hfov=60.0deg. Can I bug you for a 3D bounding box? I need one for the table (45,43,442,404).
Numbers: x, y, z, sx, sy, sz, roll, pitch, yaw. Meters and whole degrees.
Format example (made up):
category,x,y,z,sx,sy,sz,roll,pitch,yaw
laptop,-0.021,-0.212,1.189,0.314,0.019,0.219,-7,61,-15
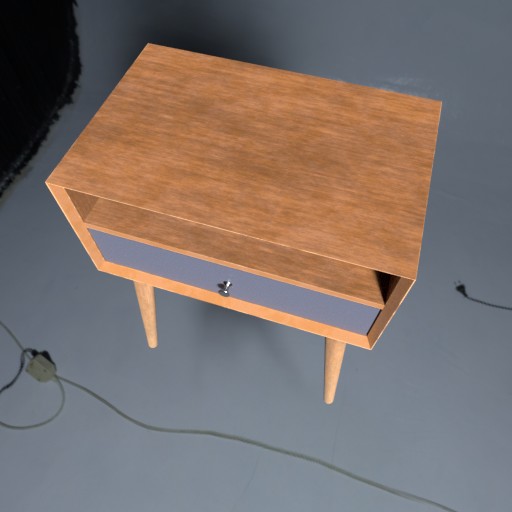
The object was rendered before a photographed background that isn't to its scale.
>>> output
category,x,y,z,sx,sy,sz,roll,pitch,yaw
table,0.000,0.000,0.832,0.454,0.580,0.307,15,60,9
